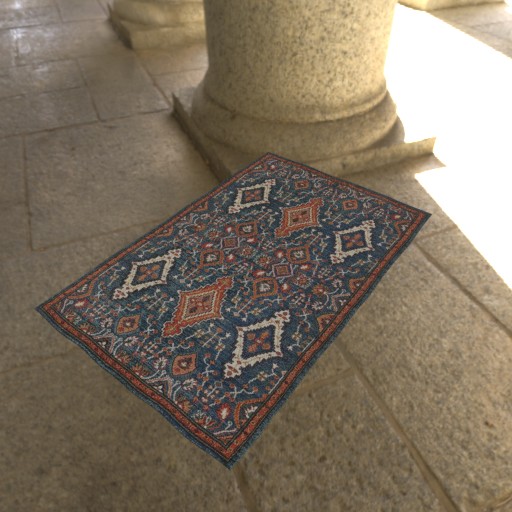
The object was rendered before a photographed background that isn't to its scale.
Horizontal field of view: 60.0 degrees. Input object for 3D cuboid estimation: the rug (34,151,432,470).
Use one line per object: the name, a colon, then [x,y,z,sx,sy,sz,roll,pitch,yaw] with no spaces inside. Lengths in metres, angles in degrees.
rug: [0.000,0.000,4.230,2.190,0.008,3.371,28,49,27]
